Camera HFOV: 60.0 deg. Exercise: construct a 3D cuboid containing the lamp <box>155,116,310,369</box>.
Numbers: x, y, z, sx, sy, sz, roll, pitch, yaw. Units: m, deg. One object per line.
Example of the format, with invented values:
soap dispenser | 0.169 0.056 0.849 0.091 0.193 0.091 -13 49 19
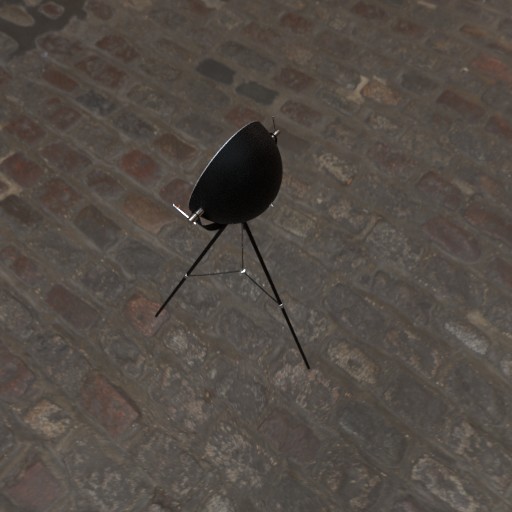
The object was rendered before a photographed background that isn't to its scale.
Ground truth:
lamp | 0.000 0.000 2.020 0.920 1.512 0.817 35 69 16
